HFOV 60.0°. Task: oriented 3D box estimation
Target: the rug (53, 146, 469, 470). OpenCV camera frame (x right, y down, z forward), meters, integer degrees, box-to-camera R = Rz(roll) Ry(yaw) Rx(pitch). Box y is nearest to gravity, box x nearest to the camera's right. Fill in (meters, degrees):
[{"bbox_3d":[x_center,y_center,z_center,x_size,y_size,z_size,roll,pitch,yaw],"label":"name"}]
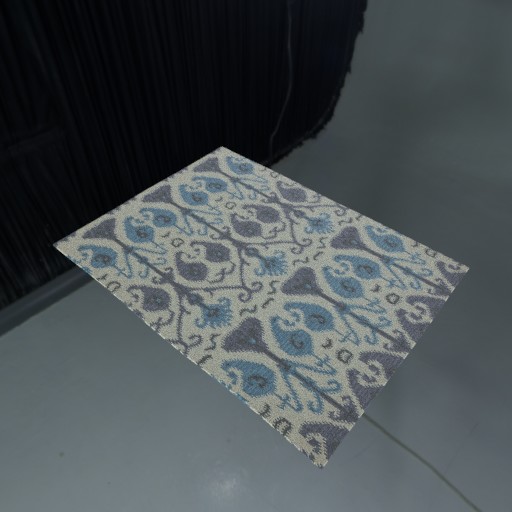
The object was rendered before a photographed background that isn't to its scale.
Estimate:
[{"bbox_3d":[0.000,0.000,2.976,2.261,0.013,1.676,32,53,27],"label":"rug"}]
